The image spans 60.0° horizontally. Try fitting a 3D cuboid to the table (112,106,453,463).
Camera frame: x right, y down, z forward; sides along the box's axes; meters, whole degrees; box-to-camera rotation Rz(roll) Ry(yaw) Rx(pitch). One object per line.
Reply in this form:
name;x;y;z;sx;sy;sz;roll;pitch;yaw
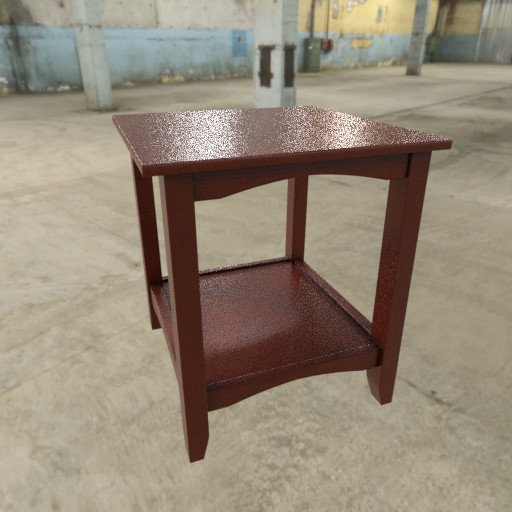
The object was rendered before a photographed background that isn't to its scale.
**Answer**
table;0.000;0.000;0.976;0.522;0.558;0.523;-8;26;-16
